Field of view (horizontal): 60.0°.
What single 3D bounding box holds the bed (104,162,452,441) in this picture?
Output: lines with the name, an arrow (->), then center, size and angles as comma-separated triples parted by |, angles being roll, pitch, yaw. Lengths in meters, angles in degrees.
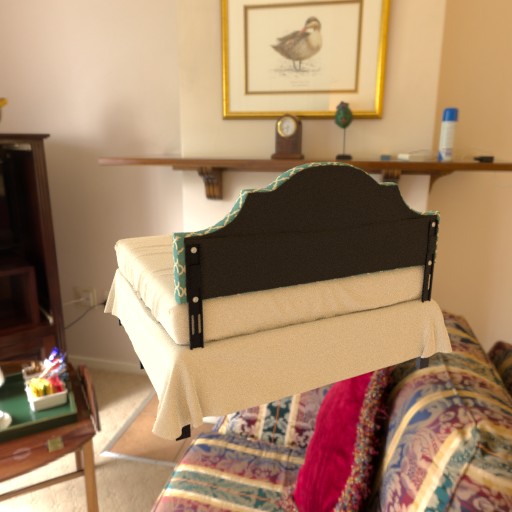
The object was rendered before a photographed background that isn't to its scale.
bed -> 0.000, 0.000, 3.708 | 2.314, 1.601, 2.222 | -7, 16, -25
